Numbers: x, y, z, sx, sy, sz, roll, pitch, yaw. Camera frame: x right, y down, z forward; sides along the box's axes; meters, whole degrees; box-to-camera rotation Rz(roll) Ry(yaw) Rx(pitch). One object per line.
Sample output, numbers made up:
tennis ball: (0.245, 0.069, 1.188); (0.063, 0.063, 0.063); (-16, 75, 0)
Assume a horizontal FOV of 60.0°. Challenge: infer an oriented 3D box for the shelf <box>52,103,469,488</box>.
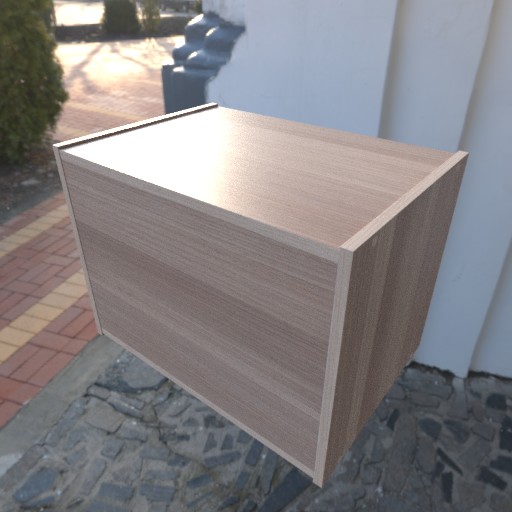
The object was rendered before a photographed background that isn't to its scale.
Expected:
shelf: (0.000, 0.000, 0.616); (0.415, 0.305, 0.290); (22, 38, 32)
